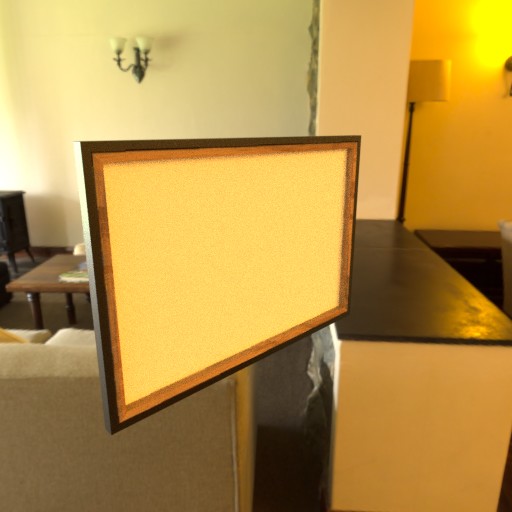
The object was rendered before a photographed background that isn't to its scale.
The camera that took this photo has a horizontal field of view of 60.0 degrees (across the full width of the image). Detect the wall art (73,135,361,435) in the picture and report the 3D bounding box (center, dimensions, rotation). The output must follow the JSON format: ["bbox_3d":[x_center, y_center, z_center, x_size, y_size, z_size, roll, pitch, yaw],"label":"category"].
[{"bbox_3d":[0.000,0.000,0.862,0.659,0.446,0.022,-15,22,-43],"label":"wall art"}]
